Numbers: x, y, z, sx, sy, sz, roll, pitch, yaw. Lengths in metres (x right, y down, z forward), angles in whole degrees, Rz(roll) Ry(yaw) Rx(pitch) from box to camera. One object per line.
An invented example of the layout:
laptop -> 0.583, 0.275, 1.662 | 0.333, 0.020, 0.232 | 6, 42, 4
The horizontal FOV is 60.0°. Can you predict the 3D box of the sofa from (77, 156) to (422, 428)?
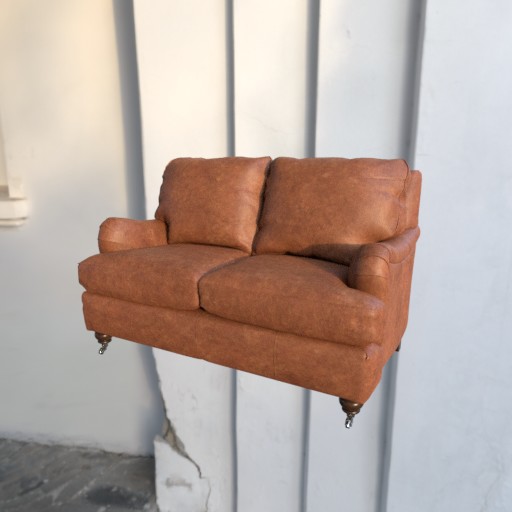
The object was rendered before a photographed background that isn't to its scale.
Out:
sofa -> 0.000, 0.000, 2.297 | 1.527, 1.004, 1.077 | 7, 15, 28
